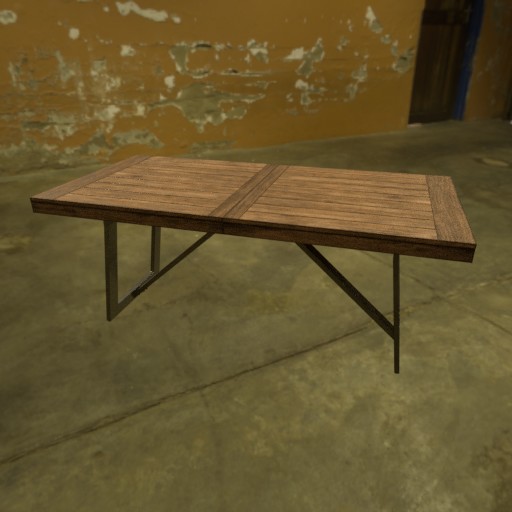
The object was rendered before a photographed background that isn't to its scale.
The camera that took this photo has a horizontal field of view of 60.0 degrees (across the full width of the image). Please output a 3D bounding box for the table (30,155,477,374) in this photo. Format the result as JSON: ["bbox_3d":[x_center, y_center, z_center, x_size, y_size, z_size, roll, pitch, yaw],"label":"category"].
[{"bbox_3d":[0.000,0.000,2.335,1.867,0.757,0.931,7,26,15],"label":"table"}]
